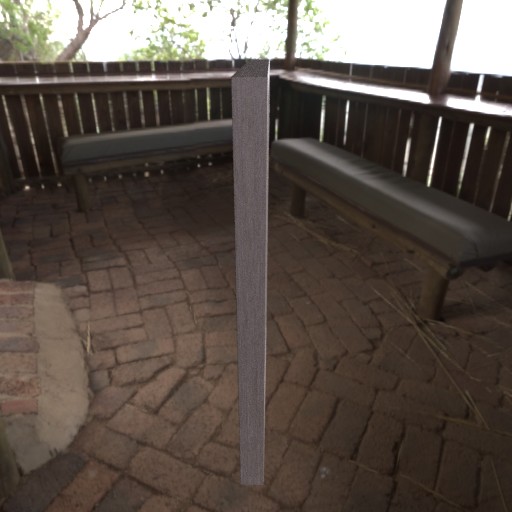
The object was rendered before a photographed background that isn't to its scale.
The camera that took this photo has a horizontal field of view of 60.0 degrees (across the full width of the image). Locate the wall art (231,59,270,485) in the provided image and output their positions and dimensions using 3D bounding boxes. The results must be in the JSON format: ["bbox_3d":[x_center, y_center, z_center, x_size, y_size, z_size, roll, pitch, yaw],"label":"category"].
[{"bbox_3d":[0.000,0.000,0.645,0.032,0.510,0.358,1,26,2],"label":"wall art"}]
